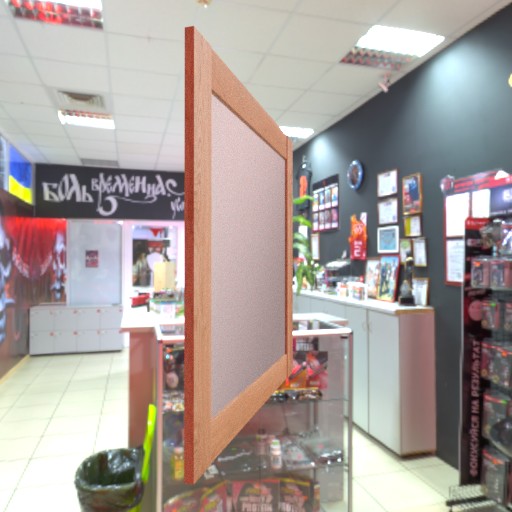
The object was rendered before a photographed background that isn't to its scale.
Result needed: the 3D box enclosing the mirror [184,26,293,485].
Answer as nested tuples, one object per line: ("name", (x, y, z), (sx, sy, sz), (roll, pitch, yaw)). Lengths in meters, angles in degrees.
("mirror", (0.000, 0.000, 1.157), (0.020, 0.800, 0.800), (0, 0, 17))
